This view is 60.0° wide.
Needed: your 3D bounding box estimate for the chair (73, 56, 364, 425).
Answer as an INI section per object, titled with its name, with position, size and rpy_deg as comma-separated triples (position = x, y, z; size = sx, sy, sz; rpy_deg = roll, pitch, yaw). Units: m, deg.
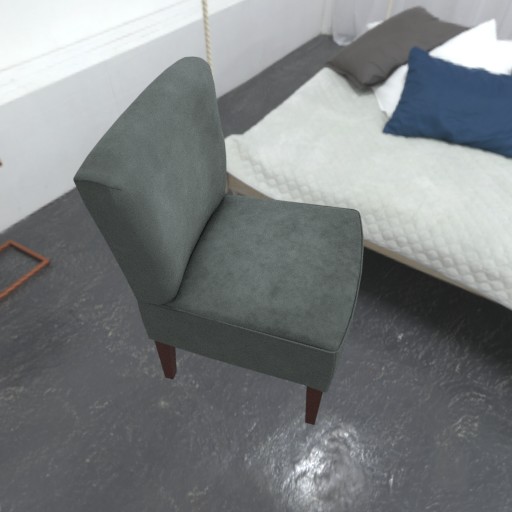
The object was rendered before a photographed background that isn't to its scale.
[chair]
position = 0.000, 0.000, 1.169
size = 0.554, 0.806, 0.521
rpy_deg = 11, 48, 10
